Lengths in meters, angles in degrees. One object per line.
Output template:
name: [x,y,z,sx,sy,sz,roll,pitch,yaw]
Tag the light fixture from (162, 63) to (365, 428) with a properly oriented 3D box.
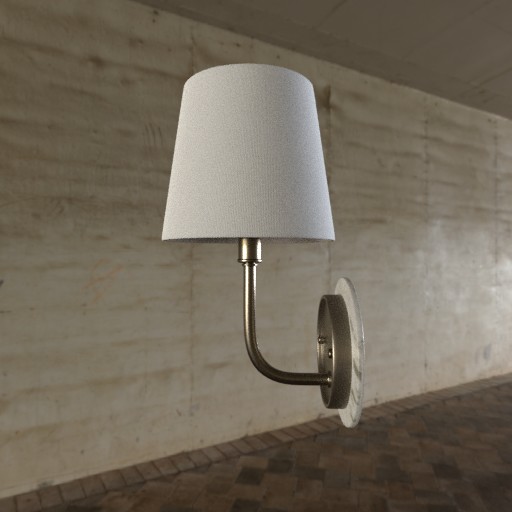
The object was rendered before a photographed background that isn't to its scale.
light fixture: [0.000,0.000,0.450,0.188,0.337,0.168,0,0,0]
